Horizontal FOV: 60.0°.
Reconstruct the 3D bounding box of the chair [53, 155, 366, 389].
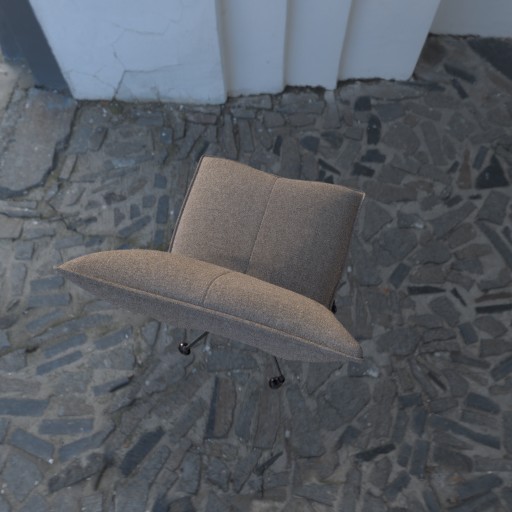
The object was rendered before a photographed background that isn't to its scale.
[{"bbox_3d":[0.000,0.000,1.288,0.597,0.811,0.696,16,64,8],"label":"chair"}]
